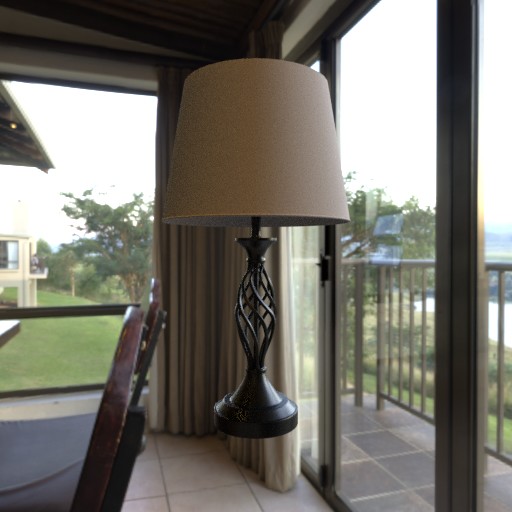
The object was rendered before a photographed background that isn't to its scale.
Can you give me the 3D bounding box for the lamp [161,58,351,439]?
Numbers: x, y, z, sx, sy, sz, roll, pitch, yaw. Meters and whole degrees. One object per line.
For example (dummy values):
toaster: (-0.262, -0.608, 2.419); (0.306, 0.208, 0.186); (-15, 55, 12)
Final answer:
lamp: (0.000, 0.000, 0.792); (0.331, 0.594, 0.331); (0, 1, 0)
